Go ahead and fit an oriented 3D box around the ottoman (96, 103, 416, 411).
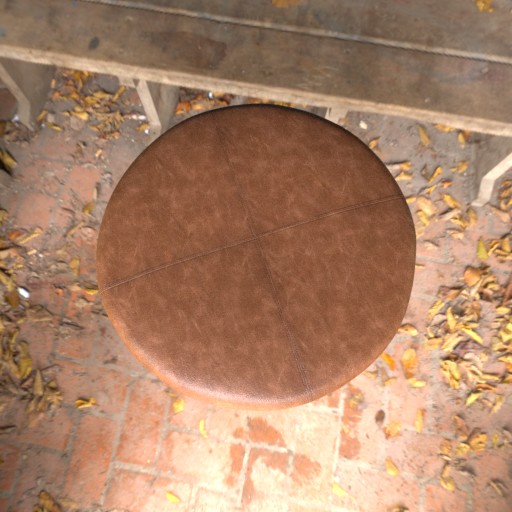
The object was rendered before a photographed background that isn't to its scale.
[{"bbox_3d":[0.000,0.000,1.535,1.006,0.445,1.006,0,75,0],"label":"ottoman"}]
